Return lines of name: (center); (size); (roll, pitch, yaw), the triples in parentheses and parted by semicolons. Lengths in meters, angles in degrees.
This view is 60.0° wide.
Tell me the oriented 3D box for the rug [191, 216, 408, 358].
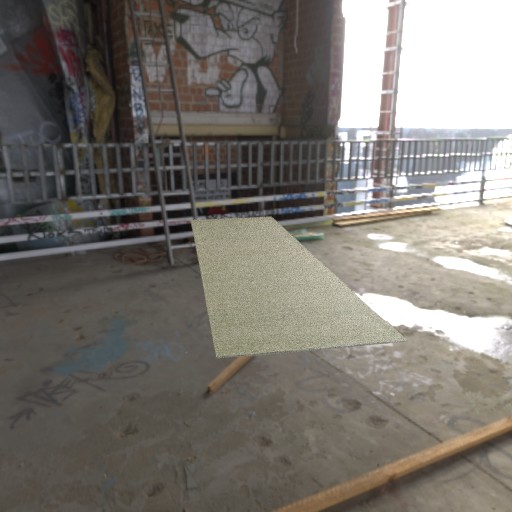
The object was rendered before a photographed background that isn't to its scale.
rug: (0.000, 0.000, 2.620); (0.686, 0.013, 2.340); (-3, 16, -10)
